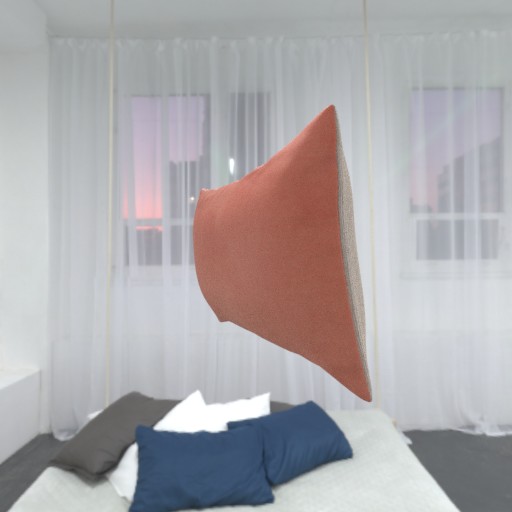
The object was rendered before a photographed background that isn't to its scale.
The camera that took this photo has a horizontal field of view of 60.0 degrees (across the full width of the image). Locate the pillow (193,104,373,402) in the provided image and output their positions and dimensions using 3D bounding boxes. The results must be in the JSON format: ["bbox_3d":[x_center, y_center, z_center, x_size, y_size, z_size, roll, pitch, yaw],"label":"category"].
[{"bbox_3d":[0.000,0.000,0.740,0.155,0.307,0.608,0,0,-19],"label":"pillow"}]
